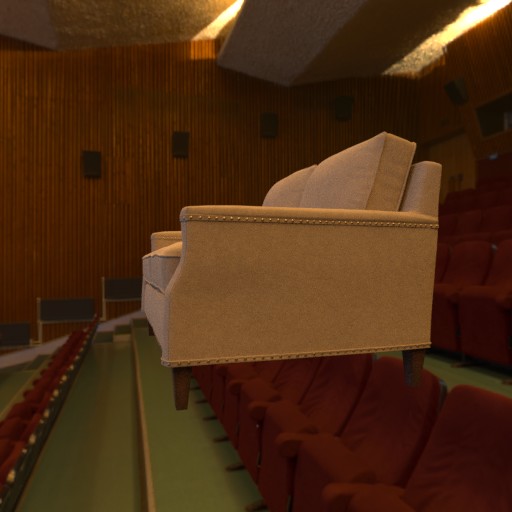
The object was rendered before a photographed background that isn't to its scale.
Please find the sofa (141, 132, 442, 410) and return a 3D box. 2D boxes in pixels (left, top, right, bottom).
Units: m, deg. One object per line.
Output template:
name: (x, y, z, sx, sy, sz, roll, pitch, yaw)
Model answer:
sofa: (0.000, 0.000, 2.278, 1.084, 1.002, 1.597, 0, 0, -17)
